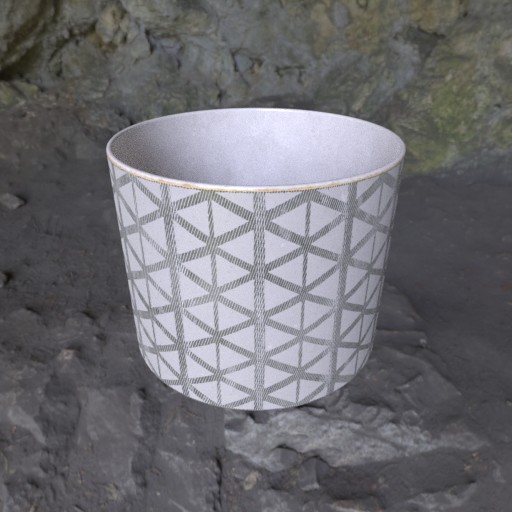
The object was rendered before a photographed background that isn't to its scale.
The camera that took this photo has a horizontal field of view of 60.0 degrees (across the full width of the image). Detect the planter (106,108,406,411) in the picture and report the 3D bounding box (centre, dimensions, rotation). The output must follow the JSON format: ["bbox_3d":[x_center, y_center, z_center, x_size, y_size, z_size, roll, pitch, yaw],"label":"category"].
[{"bbox_3d":[0.000,0.000,0.337,0.190,0.181,0.190,0,29,0],"label":"planter"}]
